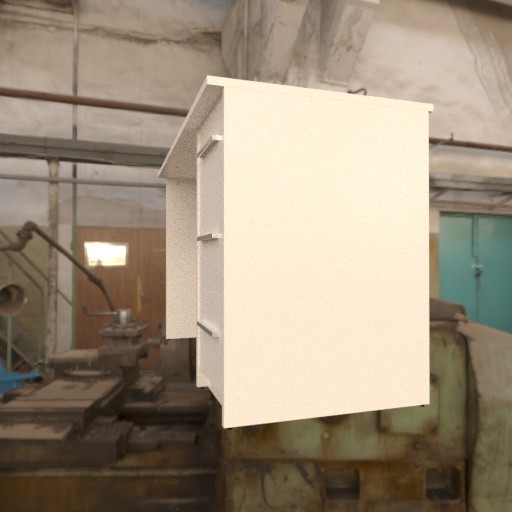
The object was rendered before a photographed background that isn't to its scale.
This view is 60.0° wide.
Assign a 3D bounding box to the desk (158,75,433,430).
[{"bbox_3d":[0.000,0.000,1.517,0.560,0.735,1.097,0,0,-18],"label":"desk"}]
